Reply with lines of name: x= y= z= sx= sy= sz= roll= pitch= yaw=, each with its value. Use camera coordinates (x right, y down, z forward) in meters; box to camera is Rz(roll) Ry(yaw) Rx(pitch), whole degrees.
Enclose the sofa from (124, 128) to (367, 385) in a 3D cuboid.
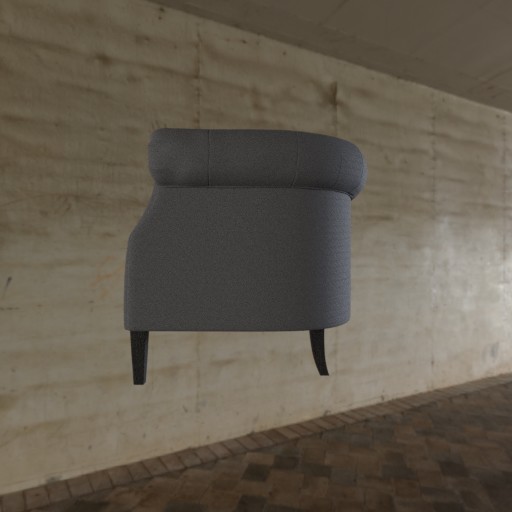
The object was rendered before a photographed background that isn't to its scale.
sofa: x=0.000 y=0.000 z=2.103 sx=0.835 sy=0.827 sz=1.558 roll=0 pitch=0 yaw=1
